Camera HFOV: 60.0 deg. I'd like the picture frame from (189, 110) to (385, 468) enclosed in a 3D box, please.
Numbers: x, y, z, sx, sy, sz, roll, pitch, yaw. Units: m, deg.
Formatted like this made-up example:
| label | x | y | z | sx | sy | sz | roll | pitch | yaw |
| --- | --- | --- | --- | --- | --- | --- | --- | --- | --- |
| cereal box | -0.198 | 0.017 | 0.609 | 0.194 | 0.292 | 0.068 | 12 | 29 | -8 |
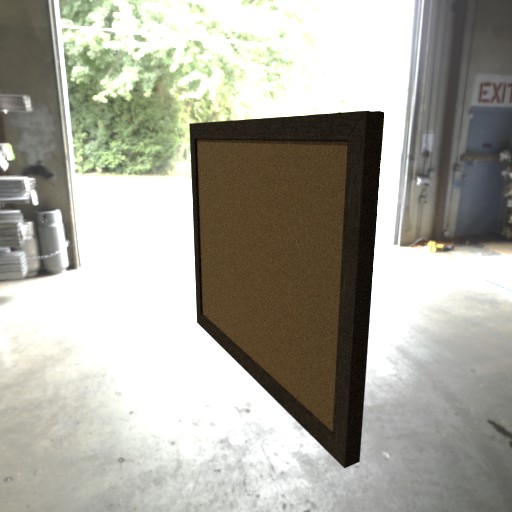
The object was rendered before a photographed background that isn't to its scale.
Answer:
| label | x | y | z | sx | sy | sz | roll | pitch | yaw |
| --- | --- | --- | --- | --- | --- | --- | --- | --- | --- |
| picture frame | 0.000 | 0.000 | 0.771 | 0.026 | 0.455 | 0.546 | -8 | 17 | -27 |
